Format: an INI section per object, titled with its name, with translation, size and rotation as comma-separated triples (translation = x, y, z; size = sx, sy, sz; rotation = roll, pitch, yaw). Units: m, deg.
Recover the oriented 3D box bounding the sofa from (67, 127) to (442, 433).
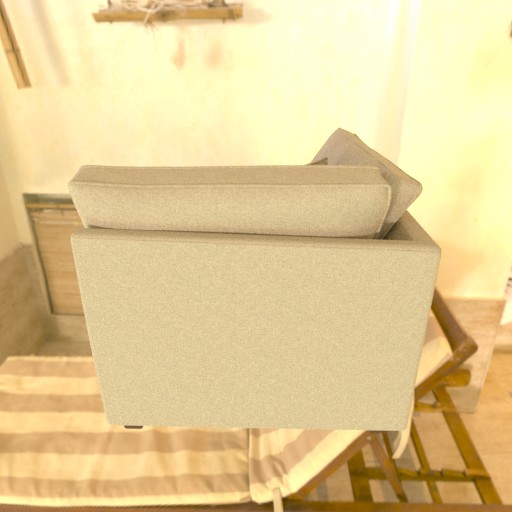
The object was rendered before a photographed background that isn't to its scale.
[sofa]
translation = 0.000, 0.000, 1.801
size = 1.042, 0.937, 1.050
rotation = 0, 26, 1
